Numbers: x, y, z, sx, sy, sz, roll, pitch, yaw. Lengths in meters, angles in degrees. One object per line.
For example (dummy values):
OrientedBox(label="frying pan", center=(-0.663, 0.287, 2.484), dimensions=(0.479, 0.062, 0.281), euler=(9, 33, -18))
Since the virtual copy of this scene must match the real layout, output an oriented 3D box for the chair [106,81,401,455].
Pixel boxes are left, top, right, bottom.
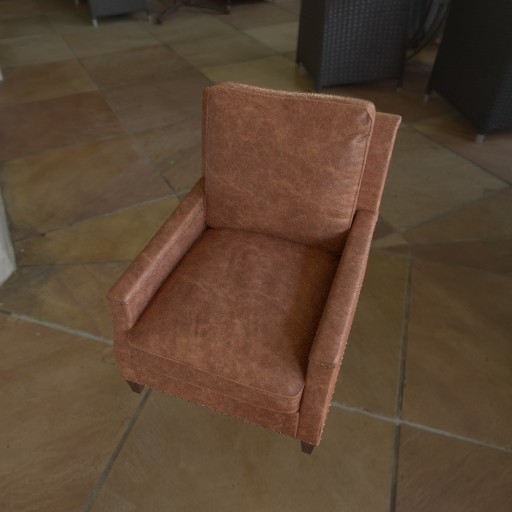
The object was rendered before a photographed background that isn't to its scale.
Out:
OrientedBox(label="chair", center=(0.000, 0.000, 1.801), dimensions=(0.854, 1.054, 1.035), euler=(14, 44, 15))
